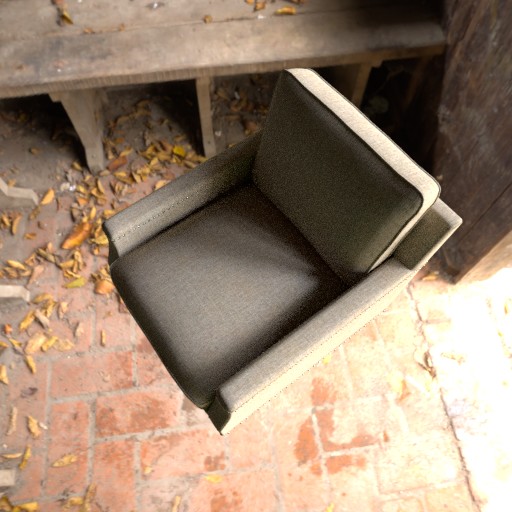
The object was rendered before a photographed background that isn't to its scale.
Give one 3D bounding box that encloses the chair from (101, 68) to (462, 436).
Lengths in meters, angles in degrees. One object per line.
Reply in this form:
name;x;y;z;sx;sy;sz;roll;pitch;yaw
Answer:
chair;0.000;0.000;1.704;1.014;0.943;0.853;-34;69;-15
